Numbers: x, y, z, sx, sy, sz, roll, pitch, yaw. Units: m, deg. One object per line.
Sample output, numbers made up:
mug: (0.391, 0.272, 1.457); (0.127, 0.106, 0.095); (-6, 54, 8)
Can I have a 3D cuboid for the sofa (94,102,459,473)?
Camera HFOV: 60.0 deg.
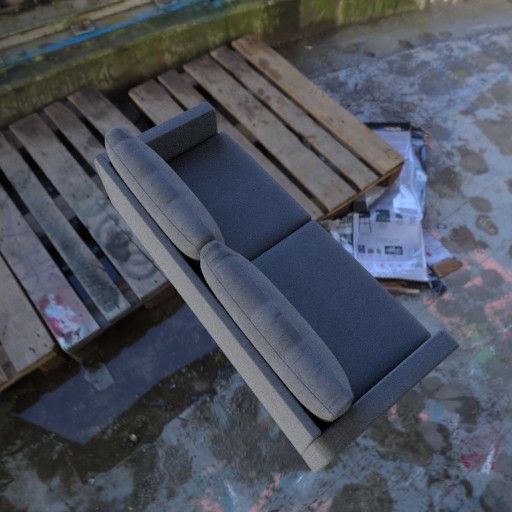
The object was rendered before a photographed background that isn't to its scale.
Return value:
sofa: (0.000, 0.000, 2.521); (0.880, 0.880, 2.100); (-33, 65, -18)
